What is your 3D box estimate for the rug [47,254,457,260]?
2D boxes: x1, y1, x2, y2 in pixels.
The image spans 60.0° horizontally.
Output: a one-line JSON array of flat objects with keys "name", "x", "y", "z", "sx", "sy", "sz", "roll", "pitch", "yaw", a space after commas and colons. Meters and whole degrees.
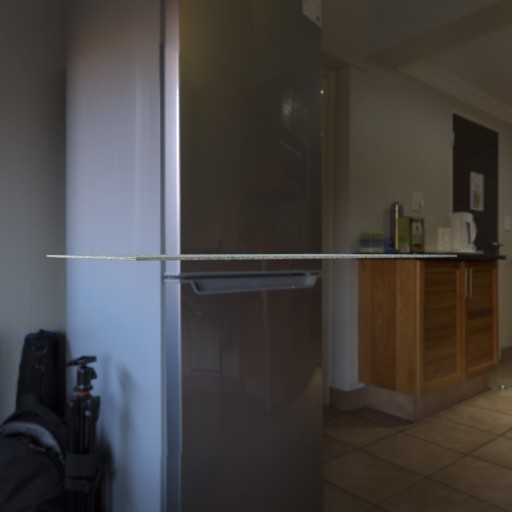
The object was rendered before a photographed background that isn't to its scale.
[{"name": "rug", "x": 0.000, "y": 0.000, "z": 2.971, "sx": 2.283, "sy": 0.013, "sz": 1.547, "roll": 0, "pitch": 1, "yaw": -37}]
